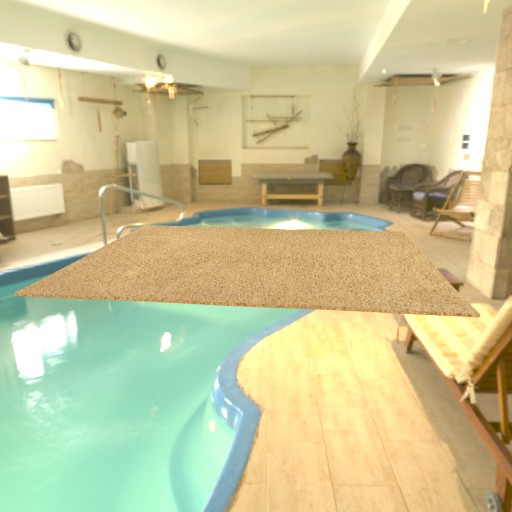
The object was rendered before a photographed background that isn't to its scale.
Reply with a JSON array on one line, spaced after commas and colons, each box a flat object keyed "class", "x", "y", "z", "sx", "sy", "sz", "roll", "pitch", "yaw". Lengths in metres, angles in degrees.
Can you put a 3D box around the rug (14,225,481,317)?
[{"class": "rug", "x": 0.000, "y": 0.000, "z": 3.971, "sx": 3.000, "sy": 0.025, "sz": 2.400, "roll": 2, "pitch": 15, "yaw": 7}]
